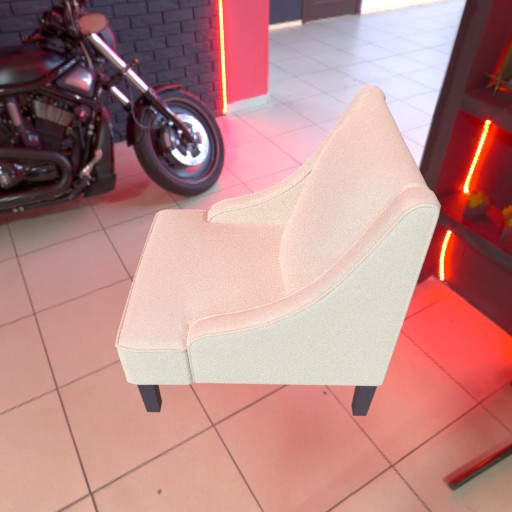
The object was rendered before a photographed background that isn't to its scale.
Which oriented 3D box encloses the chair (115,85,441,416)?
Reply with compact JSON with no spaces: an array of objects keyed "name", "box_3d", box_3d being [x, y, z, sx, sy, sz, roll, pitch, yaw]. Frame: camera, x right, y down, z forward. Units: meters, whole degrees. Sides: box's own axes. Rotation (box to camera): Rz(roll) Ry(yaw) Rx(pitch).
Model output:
[{"name":"chair","box_3d":[0.000,0.000,1.461,0.806,0.886,0.689,1,41,1]}]
